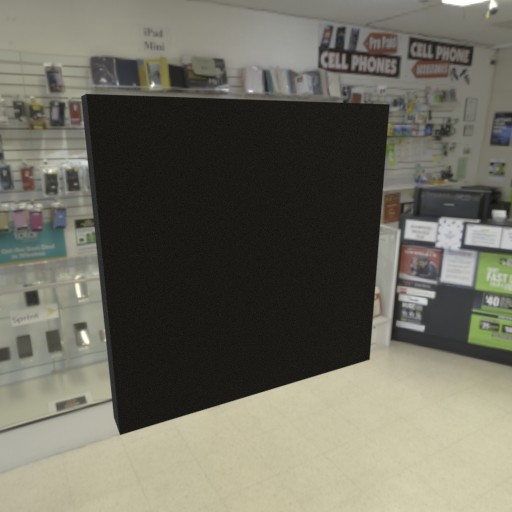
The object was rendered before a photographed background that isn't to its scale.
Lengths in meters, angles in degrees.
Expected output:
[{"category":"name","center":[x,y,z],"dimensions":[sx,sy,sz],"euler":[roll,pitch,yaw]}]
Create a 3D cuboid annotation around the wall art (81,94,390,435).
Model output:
[{"category":"wall art","center":[0.000,0.000,0.461],"dimensions":[0.308,0.305,0.030],"euler":[-8,18,-27]}]
